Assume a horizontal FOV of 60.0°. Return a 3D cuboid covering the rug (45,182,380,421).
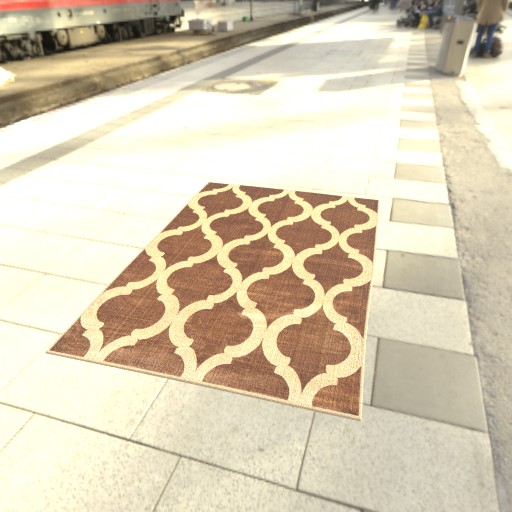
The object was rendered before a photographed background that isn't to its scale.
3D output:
[{"bbox_3d":[0.000,0.000,2.931,1.526,0.014,2.290,8,32,13],"label":"rug"}]
